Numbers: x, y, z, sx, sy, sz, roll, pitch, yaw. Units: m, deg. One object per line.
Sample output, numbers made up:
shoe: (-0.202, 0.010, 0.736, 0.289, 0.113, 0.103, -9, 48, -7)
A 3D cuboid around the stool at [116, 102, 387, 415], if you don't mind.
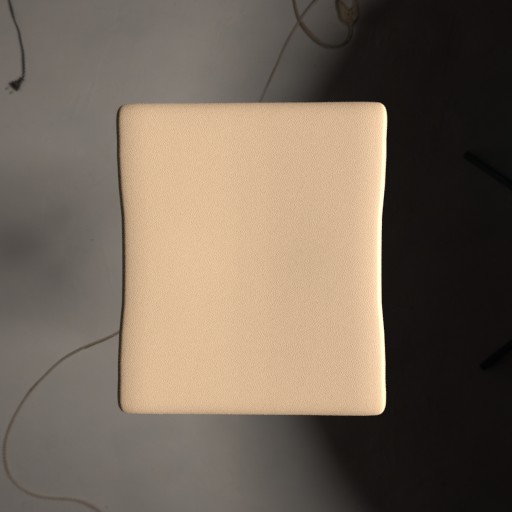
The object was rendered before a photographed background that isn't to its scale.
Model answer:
stool: (0.000, 0.000, 1.020, 0.401, 0.762, 0.471, 0, 91, 1)
